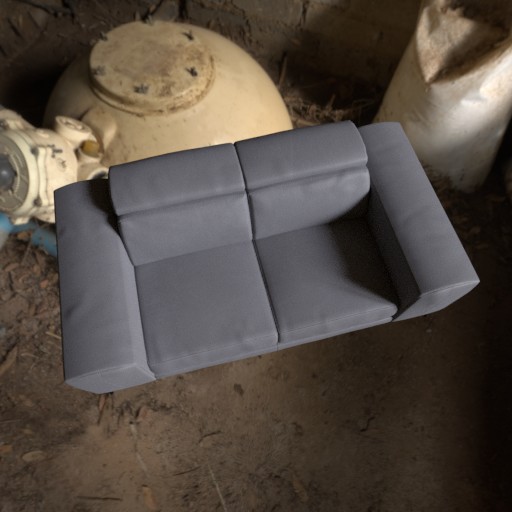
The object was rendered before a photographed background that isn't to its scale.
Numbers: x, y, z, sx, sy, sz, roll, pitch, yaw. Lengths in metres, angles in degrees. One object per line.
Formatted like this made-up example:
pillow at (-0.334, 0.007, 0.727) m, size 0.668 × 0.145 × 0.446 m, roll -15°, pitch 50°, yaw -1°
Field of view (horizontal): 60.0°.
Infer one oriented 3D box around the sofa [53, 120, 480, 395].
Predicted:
sofa at (0.000, 0.000, 2.331) m, size 1.895 × 0.779 × 1.003 m, roll -13°, pitch 65°, yaw -6°
